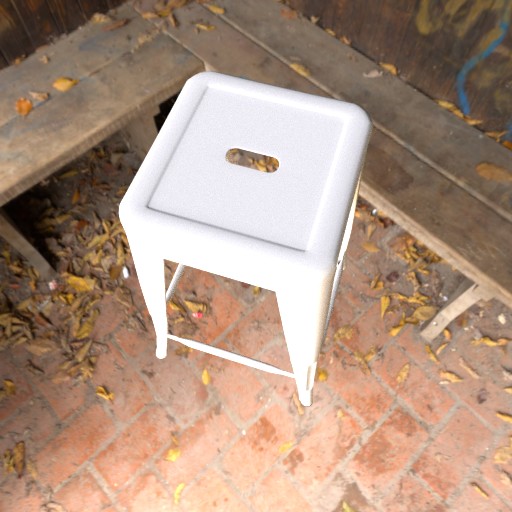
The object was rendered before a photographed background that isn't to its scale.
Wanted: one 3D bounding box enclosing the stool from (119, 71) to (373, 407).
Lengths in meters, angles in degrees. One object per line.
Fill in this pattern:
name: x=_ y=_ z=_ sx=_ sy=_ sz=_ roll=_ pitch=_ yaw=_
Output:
stool: x=0.000 y=0.000 z=0.904 sx=0.406 sy=0.610 sz=0.406 roll=16 pitch=64 yaw=8
